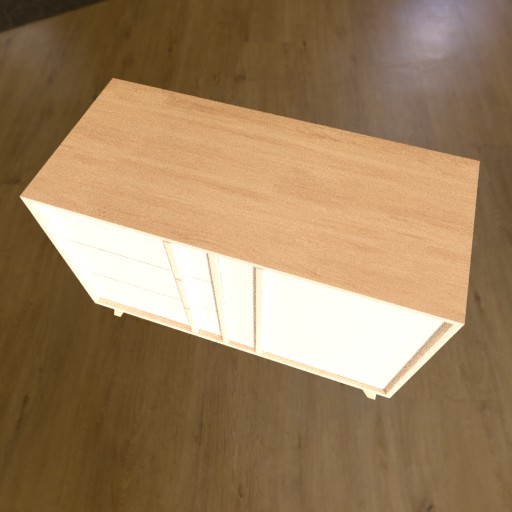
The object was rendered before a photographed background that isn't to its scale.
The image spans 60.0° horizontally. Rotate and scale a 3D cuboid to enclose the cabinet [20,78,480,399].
[{"bbox_3d":[0.000,0.000,1.499,1.110,0.780,0.500,16,60,10],"label":"cabinet"}]
